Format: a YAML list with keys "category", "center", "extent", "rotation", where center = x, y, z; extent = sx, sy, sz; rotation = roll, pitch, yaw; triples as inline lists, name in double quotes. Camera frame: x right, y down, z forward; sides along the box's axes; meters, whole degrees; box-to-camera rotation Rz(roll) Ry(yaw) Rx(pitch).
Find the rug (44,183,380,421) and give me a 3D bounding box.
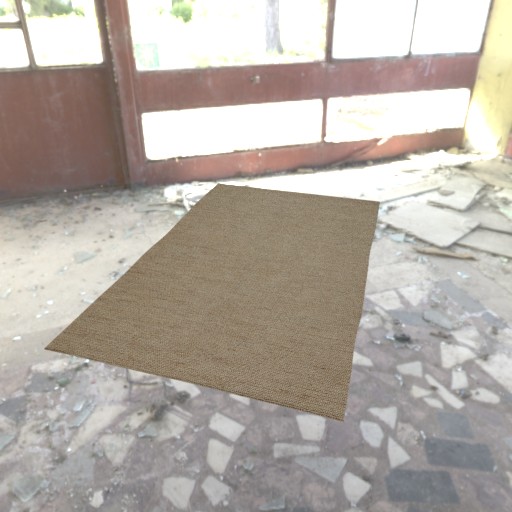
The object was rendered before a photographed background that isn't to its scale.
- category: "rug"
  center: [0.000, 0.000, 3.079]
  extent: [1.533, 0.011, 2.439]
  rotation: [9, 31, 15]
